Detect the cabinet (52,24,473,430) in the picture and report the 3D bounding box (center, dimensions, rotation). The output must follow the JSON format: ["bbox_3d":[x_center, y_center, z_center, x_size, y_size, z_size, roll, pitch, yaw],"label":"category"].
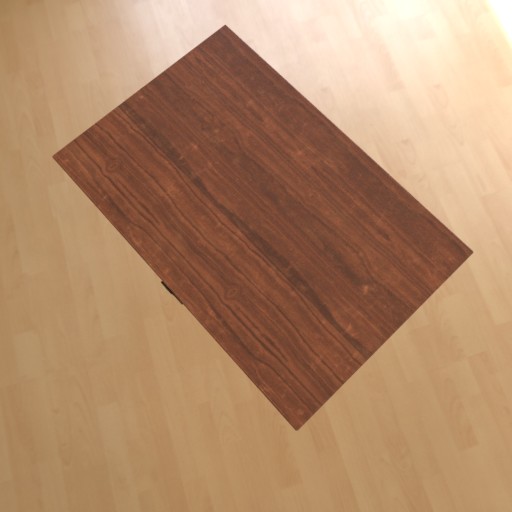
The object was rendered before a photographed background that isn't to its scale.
[{"bbox_3d":[0.000,0.000,1.077,0.410,0.695,0.607,-42,79,-10],"label":"cabinet"}]
